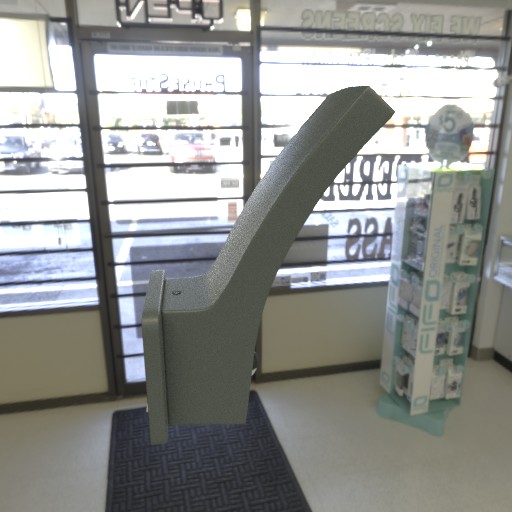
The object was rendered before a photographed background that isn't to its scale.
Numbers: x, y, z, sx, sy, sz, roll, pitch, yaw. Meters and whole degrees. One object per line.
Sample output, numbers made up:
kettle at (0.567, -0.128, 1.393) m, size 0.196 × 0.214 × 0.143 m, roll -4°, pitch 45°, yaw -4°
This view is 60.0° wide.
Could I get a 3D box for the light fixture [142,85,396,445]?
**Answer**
light fixture at (0.000, 0.000, 0.338) m, size 0.174 × 0.243 × 0.108 m, roll -3°, pitch 16°, yaw -9°
